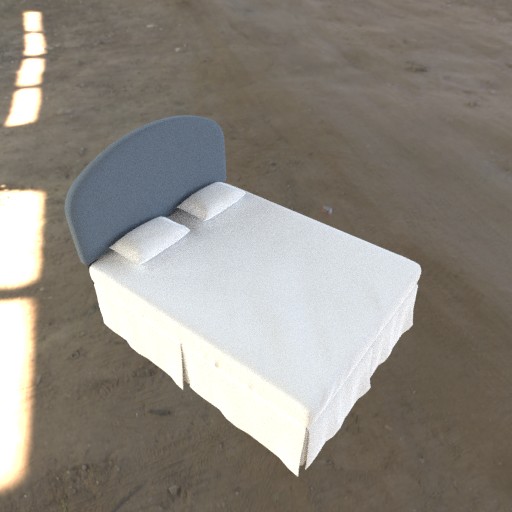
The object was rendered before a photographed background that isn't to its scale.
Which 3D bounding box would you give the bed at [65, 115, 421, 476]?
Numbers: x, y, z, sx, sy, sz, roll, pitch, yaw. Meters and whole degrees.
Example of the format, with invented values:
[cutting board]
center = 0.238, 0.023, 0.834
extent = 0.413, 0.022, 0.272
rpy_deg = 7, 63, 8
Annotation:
[bed]
center = 0.000, 0.000, 3.113
extent = 2.005, 1.410, 1.607
rpy_deg = 27, 47, 28
